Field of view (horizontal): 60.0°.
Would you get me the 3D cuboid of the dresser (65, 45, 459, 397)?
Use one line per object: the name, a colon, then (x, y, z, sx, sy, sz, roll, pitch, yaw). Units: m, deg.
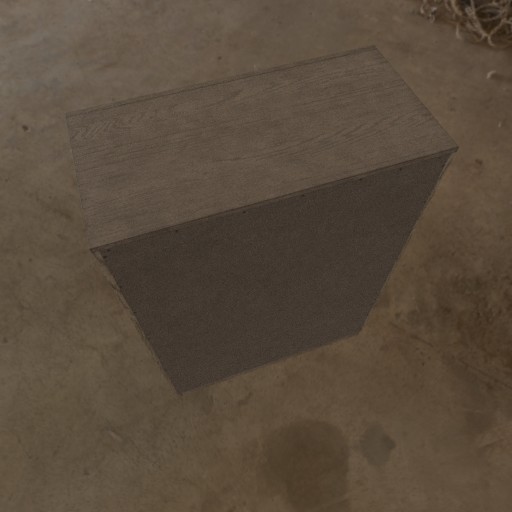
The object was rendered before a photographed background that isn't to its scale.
dresser: (0.000, 0.000, 1.753, 0.967, 1.295, 0.483, -17, 59, -10)
